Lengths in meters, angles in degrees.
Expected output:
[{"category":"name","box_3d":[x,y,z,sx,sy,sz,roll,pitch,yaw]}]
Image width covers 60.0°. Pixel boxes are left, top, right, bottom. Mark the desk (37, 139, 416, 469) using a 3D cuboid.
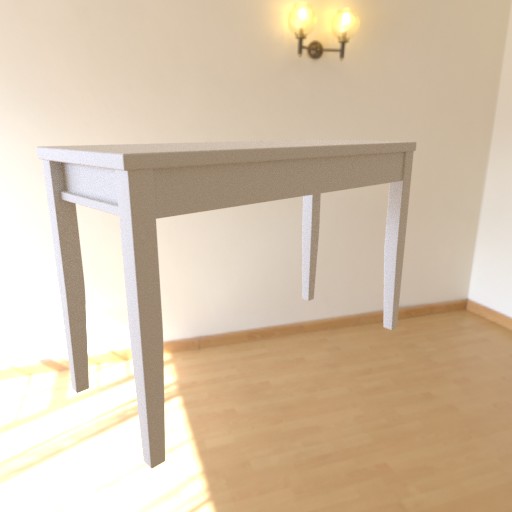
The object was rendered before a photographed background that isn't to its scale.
[{"category":"desk","box_3d":[0.000,0.000,1.577,1.220,0.775,0.508,-15,22,-42]}]
